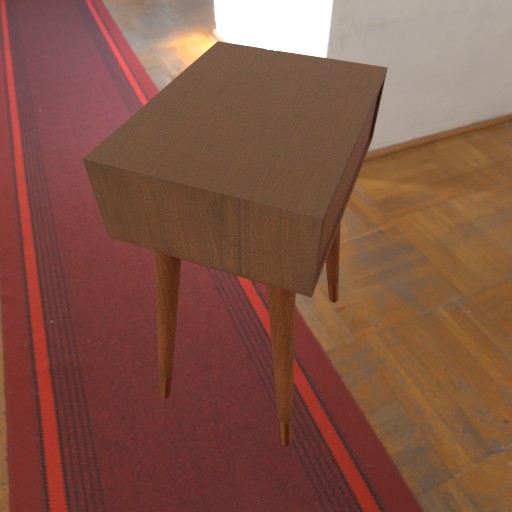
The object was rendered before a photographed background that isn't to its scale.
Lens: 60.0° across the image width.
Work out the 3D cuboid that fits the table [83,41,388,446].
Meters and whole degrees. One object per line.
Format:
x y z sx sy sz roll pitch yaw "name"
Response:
0.000 0.000 0.828 0.300 0.599 0.406 16 48 14 "table"
